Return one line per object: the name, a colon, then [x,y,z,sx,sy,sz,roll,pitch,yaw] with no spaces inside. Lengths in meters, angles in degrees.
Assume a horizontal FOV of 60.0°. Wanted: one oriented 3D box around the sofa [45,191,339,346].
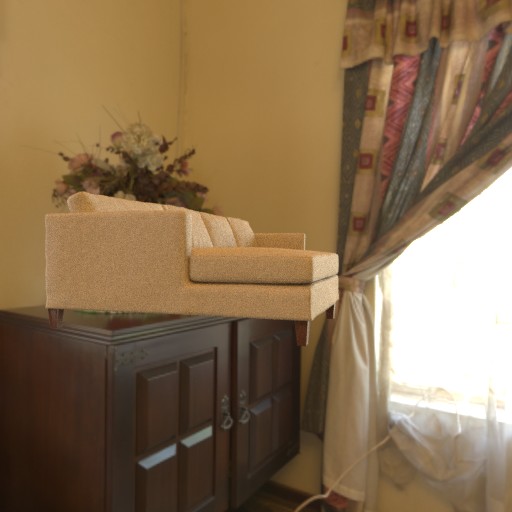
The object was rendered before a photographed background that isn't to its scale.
sofa: [0.000,0.000,3.882,1.625,0.846,3.186,0,1,18]
